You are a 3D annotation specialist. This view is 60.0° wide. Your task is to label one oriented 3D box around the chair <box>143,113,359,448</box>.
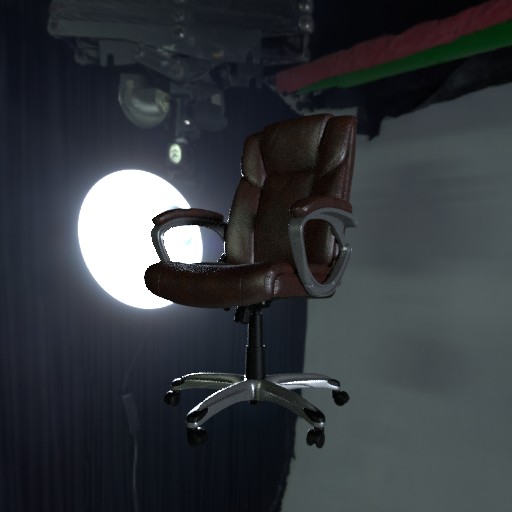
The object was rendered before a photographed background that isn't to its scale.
[{"bbox_3d":[0.000,0.000,1.587,0.656,1.128,0.692,0,0,36],"label":"chair"}]
